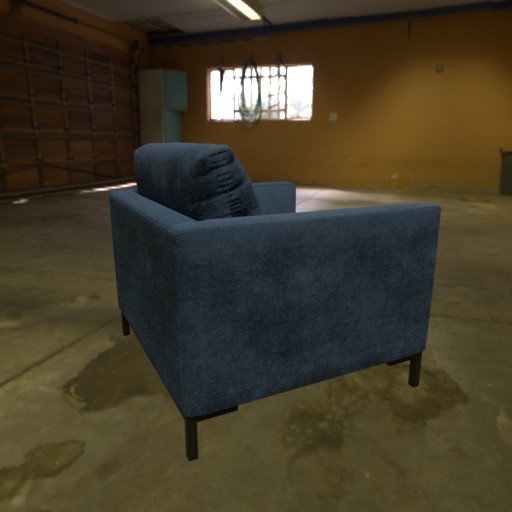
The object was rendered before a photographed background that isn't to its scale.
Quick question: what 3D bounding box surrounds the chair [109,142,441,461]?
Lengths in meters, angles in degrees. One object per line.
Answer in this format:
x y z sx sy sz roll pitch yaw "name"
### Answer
0.000 0.000 1.637 0.875 0.812 0.964 -7 16 -26 "chair"
